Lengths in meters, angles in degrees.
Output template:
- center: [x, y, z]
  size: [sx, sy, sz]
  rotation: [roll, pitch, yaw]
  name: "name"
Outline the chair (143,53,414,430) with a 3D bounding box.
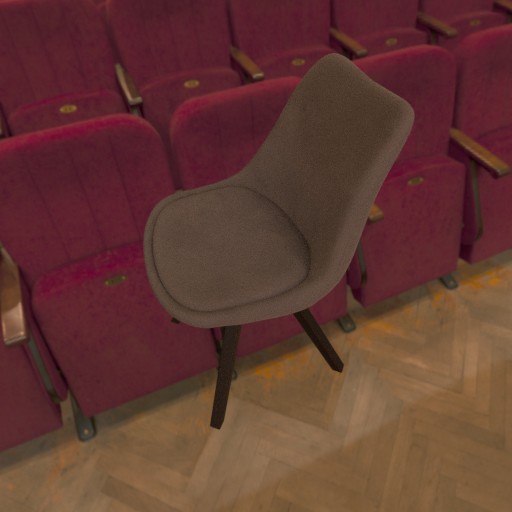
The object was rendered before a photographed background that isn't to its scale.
- center: [0.000, 0.000, 1.144]
  size: [0.550, 0.850, 0.476]
  rotation: [-18, 50, -16]
  name: "chair"
